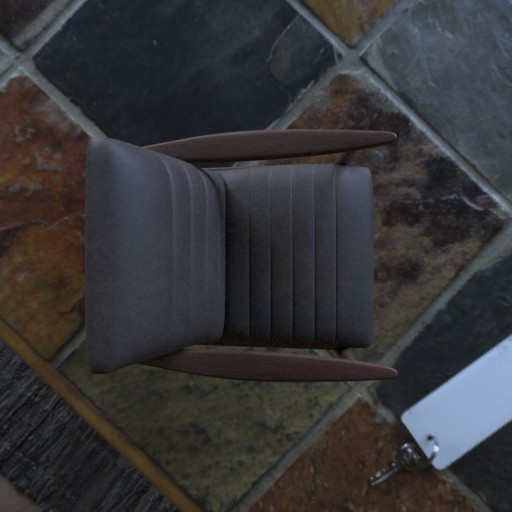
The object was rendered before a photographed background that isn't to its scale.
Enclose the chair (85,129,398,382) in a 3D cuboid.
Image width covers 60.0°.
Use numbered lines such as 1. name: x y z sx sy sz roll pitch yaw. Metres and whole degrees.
1. chair: 0.000 0.000 1.430 0.798 0.831 0.741 0 89 1
